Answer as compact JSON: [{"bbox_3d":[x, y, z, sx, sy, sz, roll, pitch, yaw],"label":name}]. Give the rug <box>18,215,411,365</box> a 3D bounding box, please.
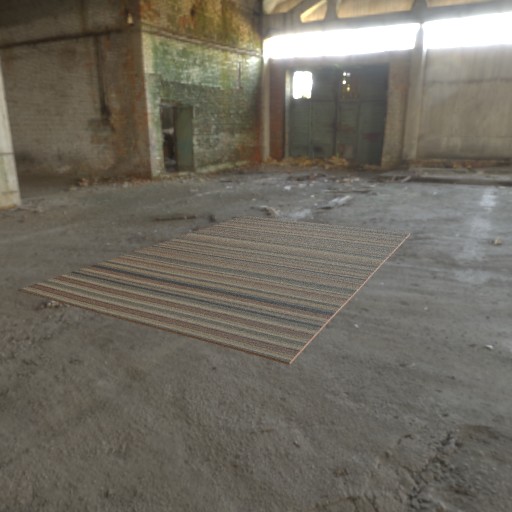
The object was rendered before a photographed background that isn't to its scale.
[{"bbox_3d":[0.000,0.000,2.294,1.219,0.008,1.829,9,18,28],"label":"rug"}]
